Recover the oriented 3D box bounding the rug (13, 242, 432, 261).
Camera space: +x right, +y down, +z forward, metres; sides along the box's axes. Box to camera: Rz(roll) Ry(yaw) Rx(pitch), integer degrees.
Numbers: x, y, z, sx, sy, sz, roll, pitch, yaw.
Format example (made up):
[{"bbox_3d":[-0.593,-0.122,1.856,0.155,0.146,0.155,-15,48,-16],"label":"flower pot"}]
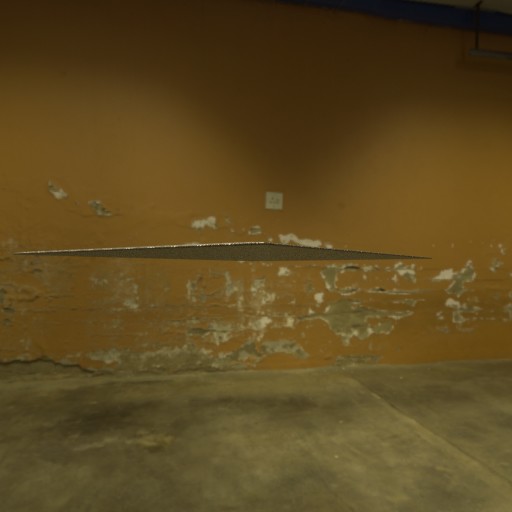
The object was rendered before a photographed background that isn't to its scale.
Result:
[{"bbox_3d":[0.000,0.000,2.800,1.609,0.013,2.214,-1,-2,35],"label":"rug"}]
